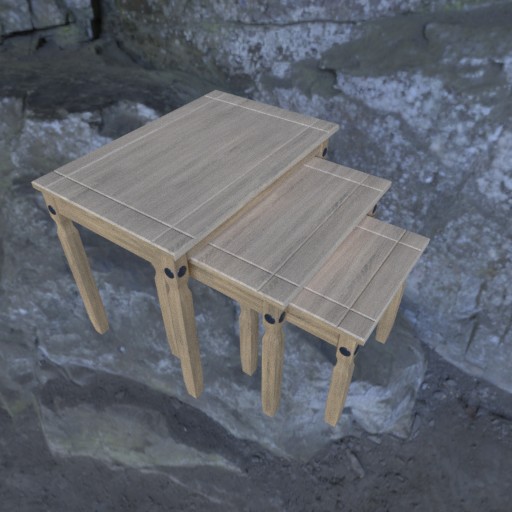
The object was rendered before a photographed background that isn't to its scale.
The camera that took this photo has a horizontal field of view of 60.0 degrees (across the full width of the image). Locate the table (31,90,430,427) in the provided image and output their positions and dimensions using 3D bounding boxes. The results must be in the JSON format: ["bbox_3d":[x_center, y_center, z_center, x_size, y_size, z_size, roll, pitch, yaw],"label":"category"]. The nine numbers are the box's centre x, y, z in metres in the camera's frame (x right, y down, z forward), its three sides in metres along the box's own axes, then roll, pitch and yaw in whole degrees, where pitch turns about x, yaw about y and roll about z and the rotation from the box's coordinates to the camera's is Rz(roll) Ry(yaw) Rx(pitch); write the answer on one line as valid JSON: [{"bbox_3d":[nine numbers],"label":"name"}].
[{"bbox_3d":[0.000,0.000,1.209,0.773,0.535,0.660,25,47,25],"label":"table"}]
